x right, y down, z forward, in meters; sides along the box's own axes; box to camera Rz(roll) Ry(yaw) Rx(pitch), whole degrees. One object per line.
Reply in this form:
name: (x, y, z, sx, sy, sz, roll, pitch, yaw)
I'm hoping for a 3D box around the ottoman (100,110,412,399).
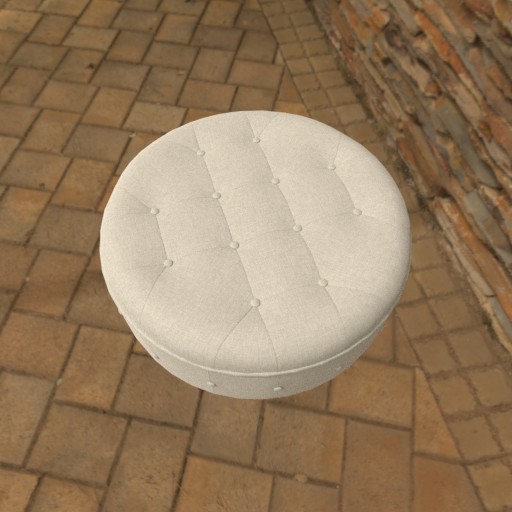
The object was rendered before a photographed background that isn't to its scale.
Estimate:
ottoman: (0.000, 0.000, 1.364, 0.850, 0.483, 0.850, 0, 58, 0)
